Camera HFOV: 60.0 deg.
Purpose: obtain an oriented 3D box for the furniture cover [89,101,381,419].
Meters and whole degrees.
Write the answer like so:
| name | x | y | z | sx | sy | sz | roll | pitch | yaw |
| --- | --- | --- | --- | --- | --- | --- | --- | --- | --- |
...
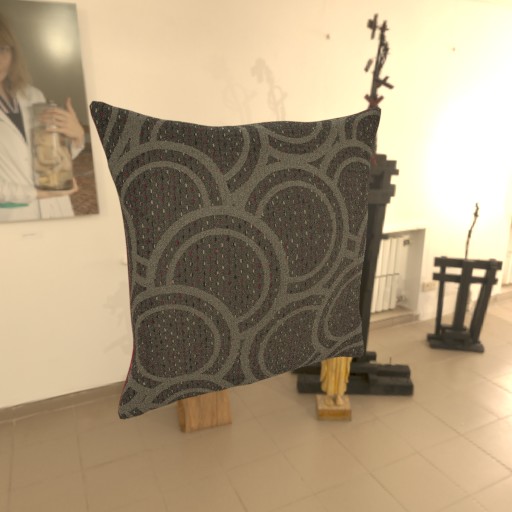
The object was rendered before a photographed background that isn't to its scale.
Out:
| name | x | y | z | sx | sy | sz | roll | pitch | yaw |
| --- | --- | --- | --- | --- | --- | --- | --- | --- | --- |
| furniture cover | 0.000 | 0.000 | 0.787 | 0.514 | 0.513 | 0.163 | -7 | 17 | -25 |
